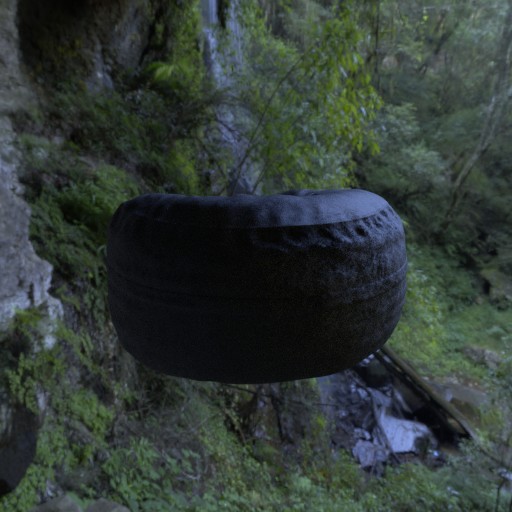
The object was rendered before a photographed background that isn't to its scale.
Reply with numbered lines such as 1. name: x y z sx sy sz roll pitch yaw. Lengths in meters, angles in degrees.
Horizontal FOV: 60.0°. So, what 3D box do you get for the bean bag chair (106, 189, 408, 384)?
1. bean bag chair: 0.000 0.000 2.327 1.525 0.751 1.525 0 14 0
